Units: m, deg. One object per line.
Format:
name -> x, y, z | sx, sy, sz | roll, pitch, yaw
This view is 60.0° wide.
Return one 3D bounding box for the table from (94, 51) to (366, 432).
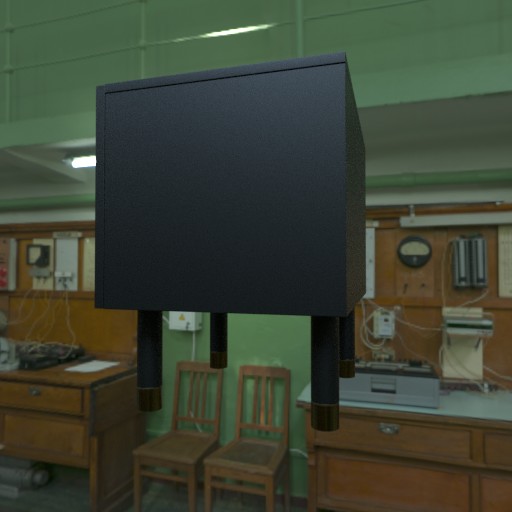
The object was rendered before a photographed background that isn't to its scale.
table -> 0.000, 0.000, 0.973 | 0.441, 0.584, 0.564 | 0, -1, 17
